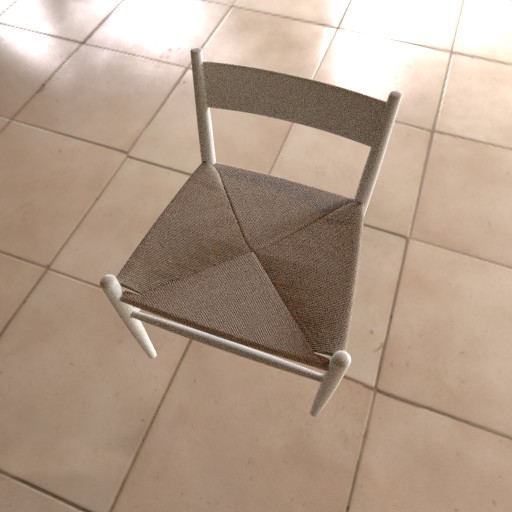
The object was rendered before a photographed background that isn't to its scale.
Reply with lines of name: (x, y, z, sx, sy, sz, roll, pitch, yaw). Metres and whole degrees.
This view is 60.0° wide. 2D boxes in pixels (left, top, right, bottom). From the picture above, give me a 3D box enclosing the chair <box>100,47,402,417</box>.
chair: (0.000, 0.000, 1.118, 0.556, 0.762, 0.495, 17, 60, 10)
